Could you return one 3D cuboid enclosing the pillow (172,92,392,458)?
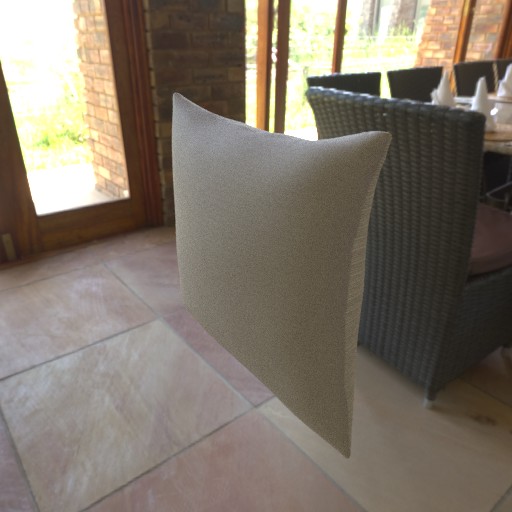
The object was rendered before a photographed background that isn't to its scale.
[{"bbox_3d":[0.000,0.000,0.765,0.204,0.497,0.512,-17,31,-31],"label":"pillow"}]
